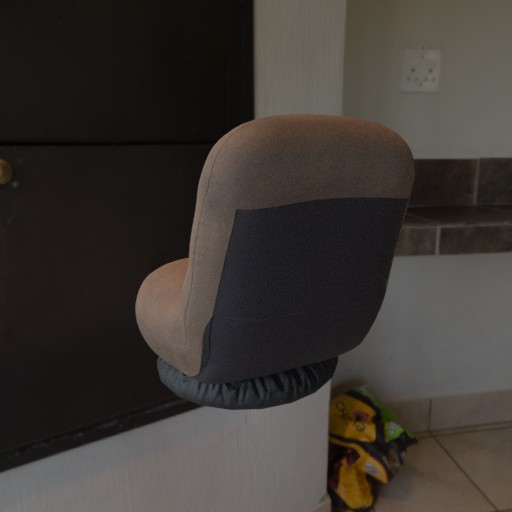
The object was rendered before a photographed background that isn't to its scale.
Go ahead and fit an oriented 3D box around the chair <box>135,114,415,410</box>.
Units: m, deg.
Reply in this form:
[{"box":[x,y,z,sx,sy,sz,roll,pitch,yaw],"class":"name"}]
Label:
[{"box":[0.000,0.000,1.023,0.521,0.594,0.597,-7,15,-27],"class":"chair"}]
